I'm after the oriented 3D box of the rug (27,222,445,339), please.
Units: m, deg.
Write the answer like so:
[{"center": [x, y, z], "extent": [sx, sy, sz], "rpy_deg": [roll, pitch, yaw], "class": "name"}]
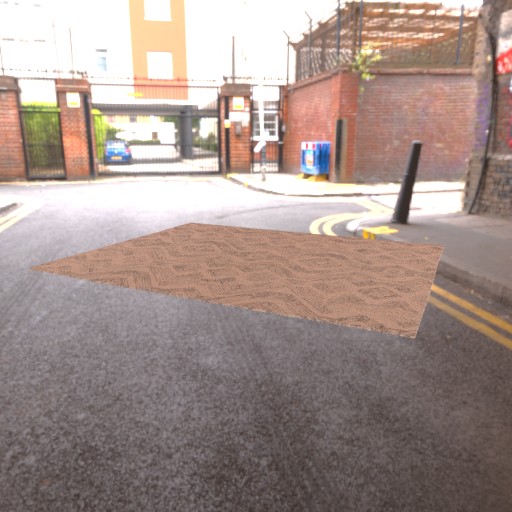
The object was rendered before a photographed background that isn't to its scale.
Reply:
[{"center": [0.000, 0.000, 4.045], "extent": [3.054, 0.030, 2.430], "rpy_deg": [7, 16, 25], "class": "rug"}]
